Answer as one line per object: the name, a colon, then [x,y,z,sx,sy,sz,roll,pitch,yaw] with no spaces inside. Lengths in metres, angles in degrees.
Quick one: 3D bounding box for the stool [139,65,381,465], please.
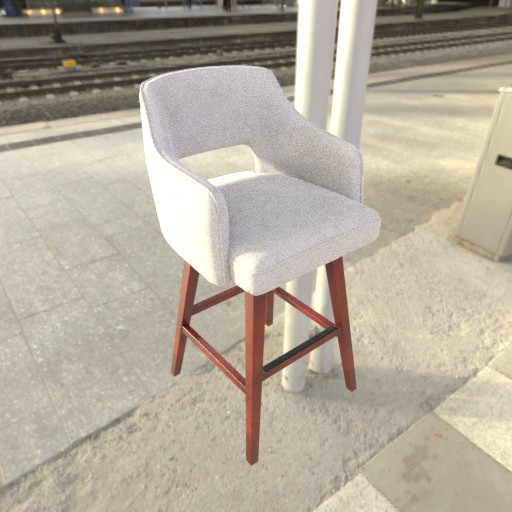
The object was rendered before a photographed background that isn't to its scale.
stool: [0.000,0.000,1.353,0.548,1.012,0.558,-23,38,-33]
